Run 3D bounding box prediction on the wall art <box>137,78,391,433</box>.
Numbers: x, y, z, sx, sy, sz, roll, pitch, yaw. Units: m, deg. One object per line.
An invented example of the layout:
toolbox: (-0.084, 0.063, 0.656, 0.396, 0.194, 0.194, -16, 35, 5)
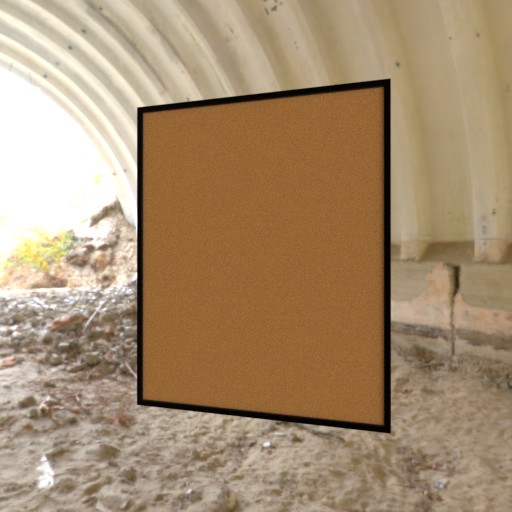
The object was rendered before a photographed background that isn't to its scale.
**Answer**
wall art: (0.000, 0.000, 0.775, 0.451, 0.553, 0.039, 0, 0, 17)
